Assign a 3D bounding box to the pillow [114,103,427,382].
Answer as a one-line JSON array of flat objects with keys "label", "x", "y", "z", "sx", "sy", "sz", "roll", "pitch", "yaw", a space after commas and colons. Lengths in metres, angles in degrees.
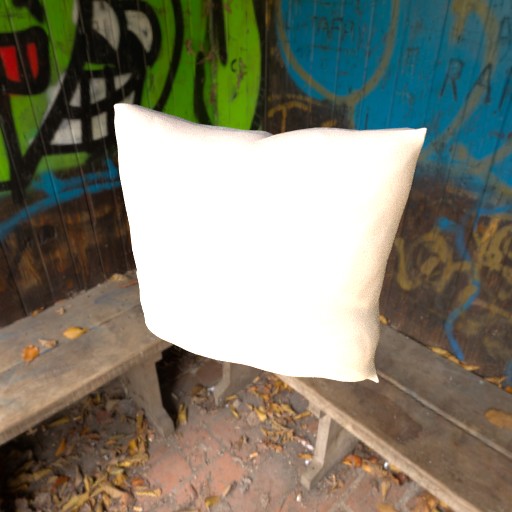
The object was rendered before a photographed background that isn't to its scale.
[{"label": "pillow", "x": 0.000, "y": 0.000, "z": 0.715, "sx": 0.450, "sy": 0.448, "sz": 0.245, "roll": 10, "pitch": 33, "yaw": 15}]
